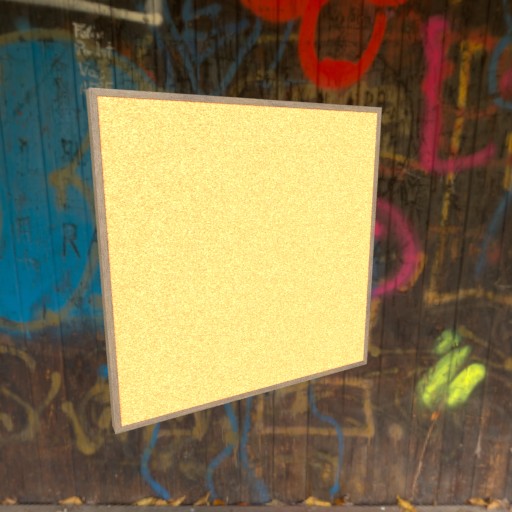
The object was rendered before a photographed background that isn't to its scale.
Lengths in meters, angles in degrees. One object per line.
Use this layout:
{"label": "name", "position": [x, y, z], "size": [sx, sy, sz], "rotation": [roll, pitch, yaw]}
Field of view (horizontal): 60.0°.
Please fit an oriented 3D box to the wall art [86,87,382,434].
{"label": "wall art", "position": [0.000, 0.000, 1.135], "size": [0.758, 0.758, 0.039], "rotation": [-7, 14, -27]}
